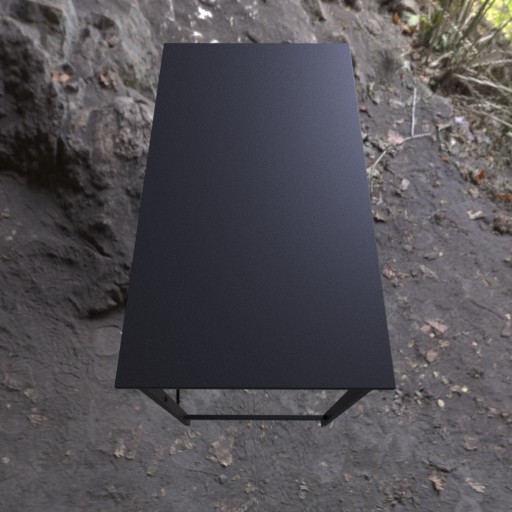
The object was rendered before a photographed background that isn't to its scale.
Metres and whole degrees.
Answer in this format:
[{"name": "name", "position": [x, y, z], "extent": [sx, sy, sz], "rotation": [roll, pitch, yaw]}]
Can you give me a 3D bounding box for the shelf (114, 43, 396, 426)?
[{"name": "shelf", "position": [0.000, 0.000, 1.319], "extent": [0.498, 0.749, 0.902], "rotation": [0, 63, 0]}]
